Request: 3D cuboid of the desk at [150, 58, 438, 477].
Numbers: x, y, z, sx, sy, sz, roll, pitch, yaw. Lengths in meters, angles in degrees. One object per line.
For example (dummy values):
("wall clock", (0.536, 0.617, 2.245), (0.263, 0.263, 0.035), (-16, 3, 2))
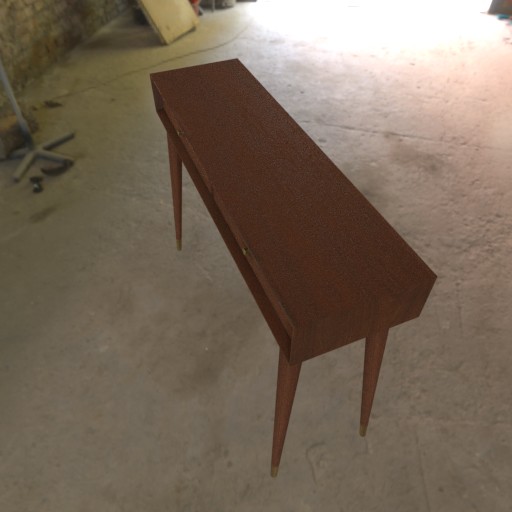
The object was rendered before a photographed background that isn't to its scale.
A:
("desk", (0.000, 0.000, 1.626), (0.384, 0.917, 1.204), (-17, 49, -15))
